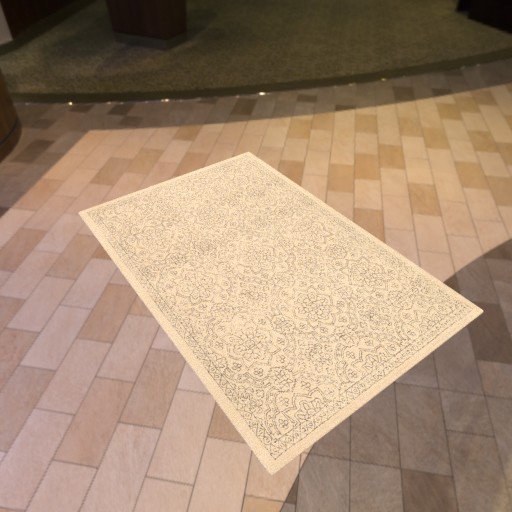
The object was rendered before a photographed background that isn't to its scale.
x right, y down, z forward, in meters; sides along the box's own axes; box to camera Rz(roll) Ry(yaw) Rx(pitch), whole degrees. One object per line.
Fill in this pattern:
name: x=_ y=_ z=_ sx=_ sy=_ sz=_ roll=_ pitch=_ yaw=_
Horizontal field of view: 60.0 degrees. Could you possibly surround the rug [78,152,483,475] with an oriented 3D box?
rug: x=0.000 y=0.000 z=2.285 sx=1.219 sy=0.010 sz=1.829 roll=-26 pitch=48 yaw=-26
